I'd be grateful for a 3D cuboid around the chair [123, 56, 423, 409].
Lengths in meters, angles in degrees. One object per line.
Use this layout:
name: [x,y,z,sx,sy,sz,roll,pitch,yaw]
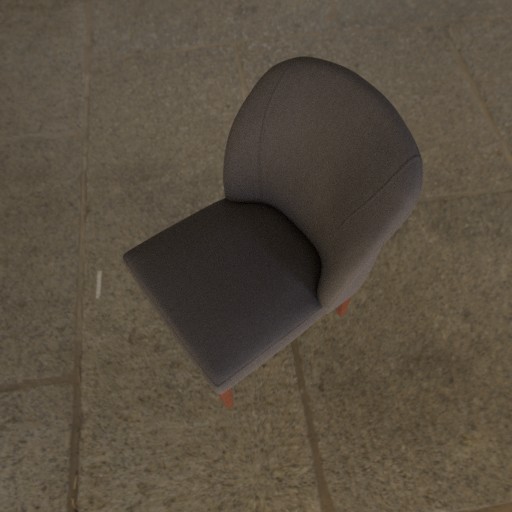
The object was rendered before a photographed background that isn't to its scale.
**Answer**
chair: [0.000,0.000,1.247,0.619,0.879,0.506,-35,68,-16]
